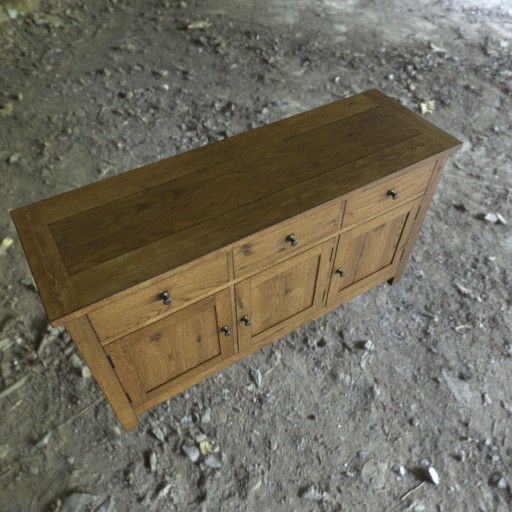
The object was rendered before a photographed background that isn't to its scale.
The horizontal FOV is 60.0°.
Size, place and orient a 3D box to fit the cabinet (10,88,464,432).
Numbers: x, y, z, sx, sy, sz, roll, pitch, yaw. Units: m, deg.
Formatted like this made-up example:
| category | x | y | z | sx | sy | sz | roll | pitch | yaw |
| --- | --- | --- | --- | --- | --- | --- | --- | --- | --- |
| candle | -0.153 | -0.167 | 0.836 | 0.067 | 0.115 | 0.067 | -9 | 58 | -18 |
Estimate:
| category | x | y | z | sx | sy | sz | roll | pitch | yaw |
| --- | --- | --- | --- | --- | --- | --- | --- | --- | --- |
| cabinet | 0.000 | 0.000 | 1.778 | 1.474 | 0.813 | 0.480 | -24 | 53 | -20 |
